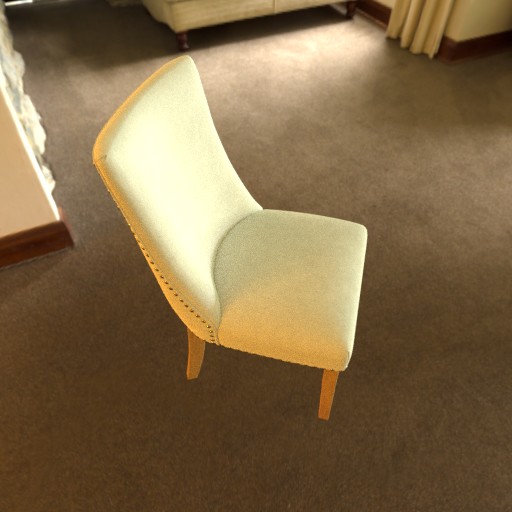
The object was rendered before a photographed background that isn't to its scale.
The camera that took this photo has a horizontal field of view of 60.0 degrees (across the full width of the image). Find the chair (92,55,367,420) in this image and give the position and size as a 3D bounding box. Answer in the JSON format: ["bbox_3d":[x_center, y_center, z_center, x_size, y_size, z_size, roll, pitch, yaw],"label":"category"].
[{"bbox_3d":[0.000,0.000,1.262,0.610,0.902,0.495,11,48,10],"label":"chair"}]
